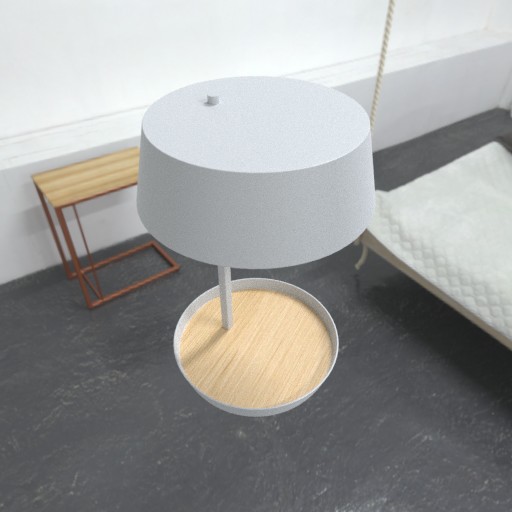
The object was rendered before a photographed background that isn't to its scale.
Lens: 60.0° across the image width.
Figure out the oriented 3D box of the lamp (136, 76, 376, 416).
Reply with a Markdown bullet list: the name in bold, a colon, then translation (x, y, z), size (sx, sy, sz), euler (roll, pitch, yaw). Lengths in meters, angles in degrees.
- **lamp**: translation (0.000, 0.000, 0.622), size (0.291, 0.429, 0.291), euler (0, 41, 0)
